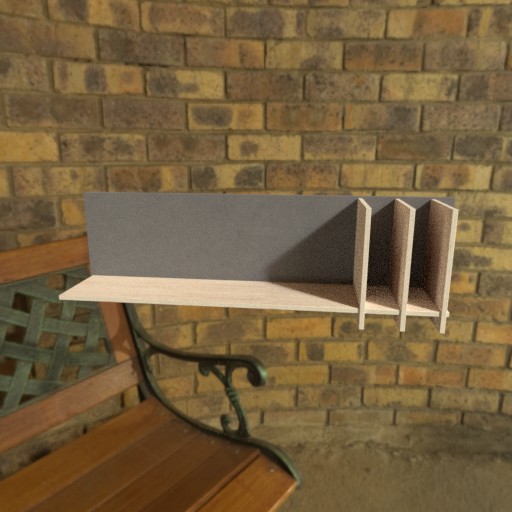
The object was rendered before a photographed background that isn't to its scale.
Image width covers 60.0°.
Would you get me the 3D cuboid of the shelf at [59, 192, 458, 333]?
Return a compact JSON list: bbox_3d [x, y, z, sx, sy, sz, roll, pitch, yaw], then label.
[{"bbox_3d":[0.000,0.000,1.160,1.020,0.300,0.200,2,14,7],"label":"shelf"}]
